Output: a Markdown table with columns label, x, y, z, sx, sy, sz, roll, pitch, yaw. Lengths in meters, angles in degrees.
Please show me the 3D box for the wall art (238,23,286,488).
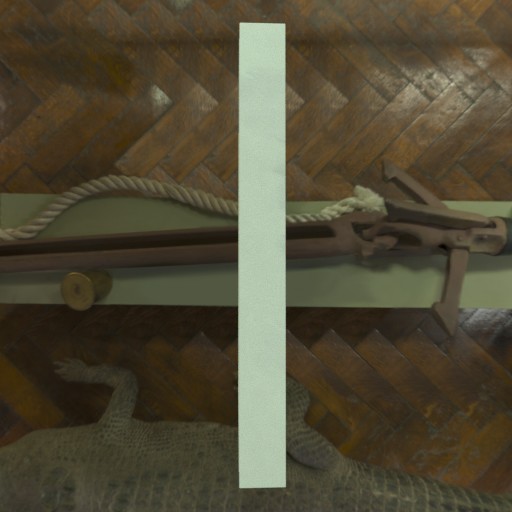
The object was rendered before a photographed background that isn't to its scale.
| label | x | y | z | sx | sy | sz | roll | pitch | yaw |
| --- | --- | --- | --- | --- | --- | --- | --- | --- | --- |
| wall art | 0.000 | 0.000 | 0.490 | 0.038 | 0.254 | 0.381 | 0 | 89 | -2 |
